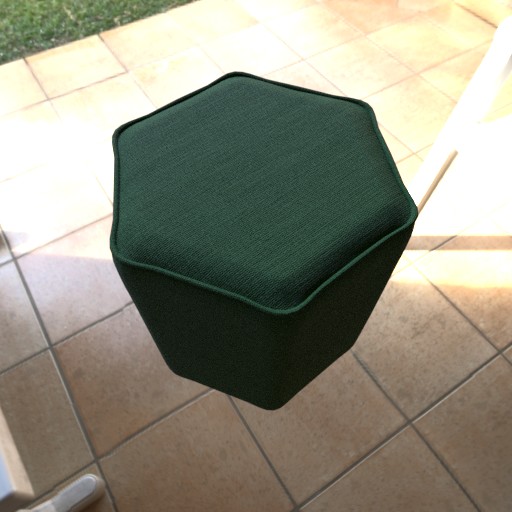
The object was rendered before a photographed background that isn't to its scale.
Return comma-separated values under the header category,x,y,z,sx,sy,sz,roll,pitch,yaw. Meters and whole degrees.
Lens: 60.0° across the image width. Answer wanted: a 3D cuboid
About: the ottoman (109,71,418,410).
category,x,y,z,sx,sy,sz,roll,pitch,yaw
ottoman,0.000,0.000,0.875,0.499,0.507,0.444,-34,64,-20
